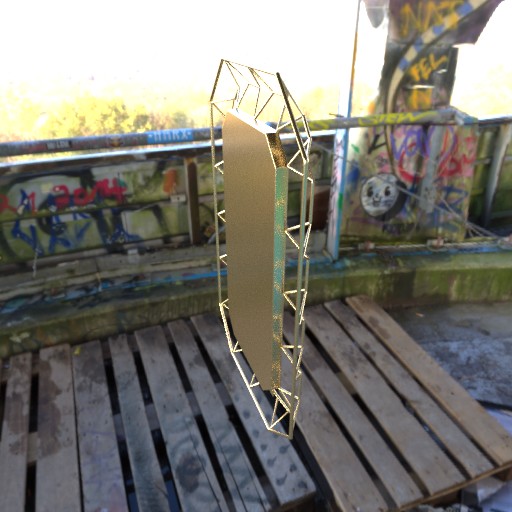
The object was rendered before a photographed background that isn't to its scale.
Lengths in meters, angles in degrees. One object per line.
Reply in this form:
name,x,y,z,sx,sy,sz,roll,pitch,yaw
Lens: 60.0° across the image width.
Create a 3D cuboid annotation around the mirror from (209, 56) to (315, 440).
mirror,0.000,0.000,1.082,0.051,0.870,0.572,-10,30,-18
